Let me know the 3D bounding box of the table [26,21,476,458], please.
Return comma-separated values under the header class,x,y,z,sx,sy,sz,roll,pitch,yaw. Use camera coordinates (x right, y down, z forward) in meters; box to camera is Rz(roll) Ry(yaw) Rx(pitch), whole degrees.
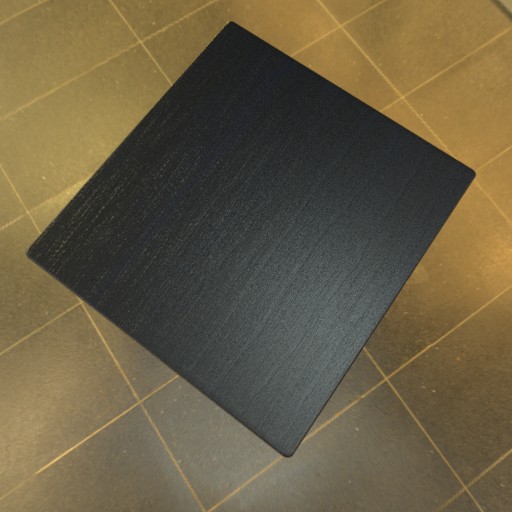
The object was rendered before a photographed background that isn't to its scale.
class,x,y,z,sx,sy,sz,roll,pitch,yaw
table,0.000,0.000,0.969,0.500,0.567,0.533,35,78,8
